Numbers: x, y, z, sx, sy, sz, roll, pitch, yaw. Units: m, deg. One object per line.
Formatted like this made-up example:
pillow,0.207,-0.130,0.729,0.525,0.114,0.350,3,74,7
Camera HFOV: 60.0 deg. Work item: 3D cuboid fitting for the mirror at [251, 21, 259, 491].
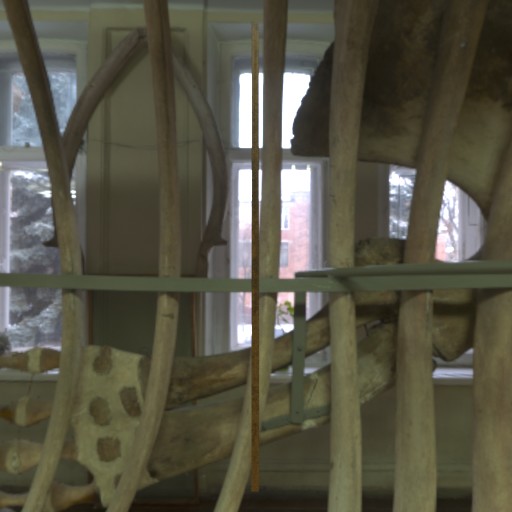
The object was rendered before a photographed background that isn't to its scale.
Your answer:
mirror,0.000,0.000,2.322,0.032,2.031,0.812,0,-1,0
